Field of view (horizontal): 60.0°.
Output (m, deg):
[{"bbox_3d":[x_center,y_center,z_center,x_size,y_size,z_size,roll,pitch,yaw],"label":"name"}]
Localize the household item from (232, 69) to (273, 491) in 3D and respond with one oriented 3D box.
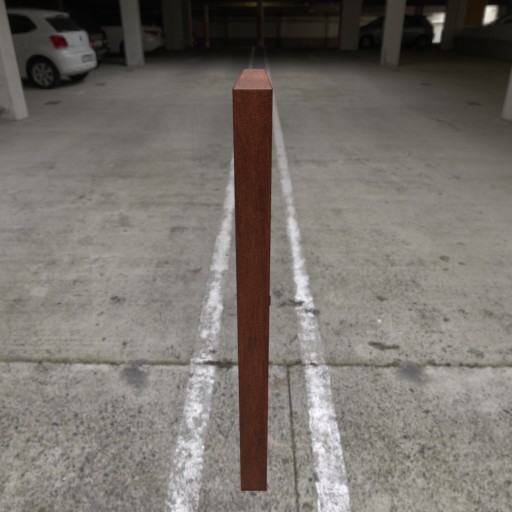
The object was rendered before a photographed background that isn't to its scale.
[{"bbox_3d":[0.000,0.000,0.331,0.020,0.250,0.200,0,25,0],"label":"household item"}]
